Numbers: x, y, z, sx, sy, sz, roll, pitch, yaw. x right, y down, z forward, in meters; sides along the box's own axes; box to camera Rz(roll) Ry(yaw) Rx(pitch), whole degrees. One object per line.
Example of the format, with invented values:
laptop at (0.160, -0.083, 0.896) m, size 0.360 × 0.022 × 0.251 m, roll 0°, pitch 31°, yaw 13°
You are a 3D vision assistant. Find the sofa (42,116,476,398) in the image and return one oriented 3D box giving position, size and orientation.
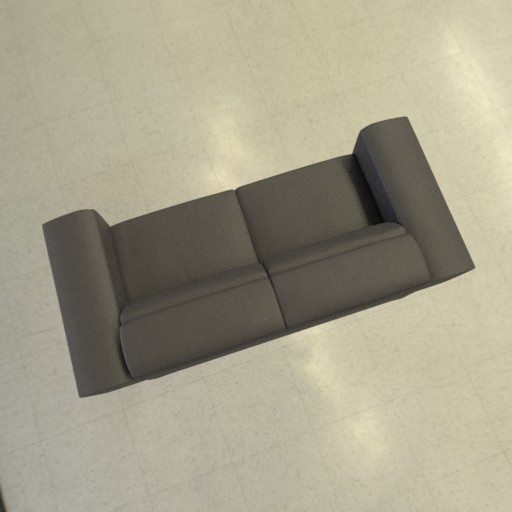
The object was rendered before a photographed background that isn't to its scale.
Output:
sofa at (0.000, 0.000, 2.784) m, size 2.330 × 0.814 × 1.048 m, roll -17°, pitch 77°, yaw -4°
